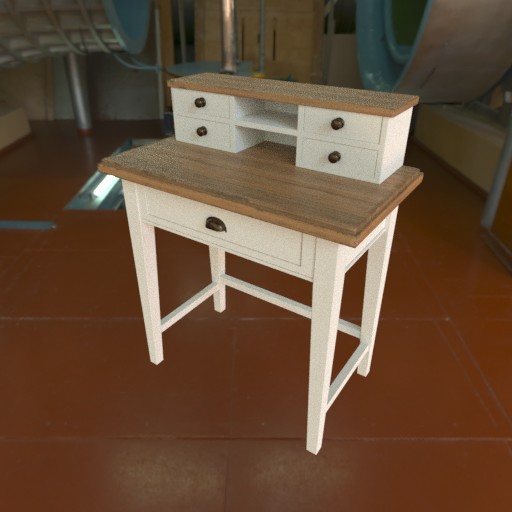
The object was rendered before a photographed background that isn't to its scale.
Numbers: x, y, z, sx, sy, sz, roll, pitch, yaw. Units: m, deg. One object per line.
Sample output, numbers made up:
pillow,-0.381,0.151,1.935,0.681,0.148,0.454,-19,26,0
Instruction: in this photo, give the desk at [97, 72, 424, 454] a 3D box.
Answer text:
desk,0.000,0.000,1.411,0.814,0.981,0.462,19,36,29
